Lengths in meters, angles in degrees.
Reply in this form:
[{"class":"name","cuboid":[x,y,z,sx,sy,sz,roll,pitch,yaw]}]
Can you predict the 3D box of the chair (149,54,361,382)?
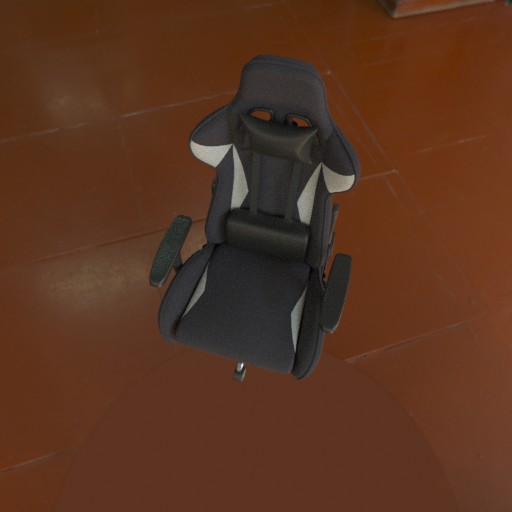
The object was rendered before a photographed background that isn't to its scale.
[{"class":"chair","cuboid":[0.000,0.000,1.711,0.730,1.300,0.695,14,59,9]}]
